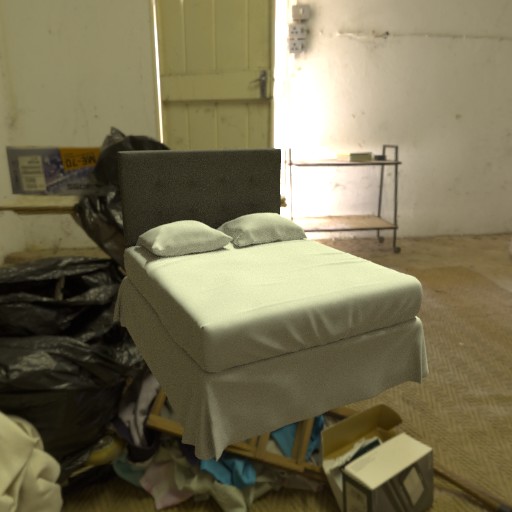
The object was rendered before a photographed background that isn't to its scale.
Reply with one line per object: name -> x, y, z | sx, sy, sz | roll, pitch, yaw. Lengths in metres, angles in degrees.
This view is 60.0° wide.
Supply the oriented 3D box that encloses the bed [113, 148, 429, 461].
bed -> 0.000, 0.000, 3.522 | 1.936, 1.577, 2.222 | -8, 18, -27
